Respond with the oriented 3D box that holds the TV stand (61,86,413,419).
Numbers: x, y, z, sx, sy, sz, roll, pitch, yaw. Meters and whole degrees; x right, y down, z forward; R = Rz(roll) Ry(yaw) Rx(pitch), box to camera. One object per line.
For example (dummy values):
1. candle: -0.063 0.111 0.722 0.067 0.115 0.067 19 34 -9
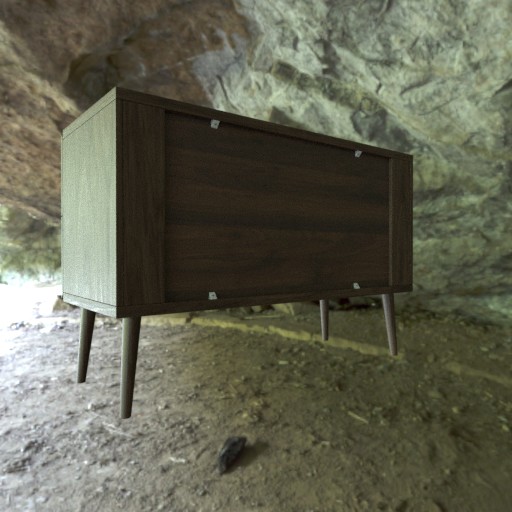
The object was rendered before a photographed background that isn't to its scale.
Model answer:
1. TV stand: 0.000 0.000 1.315 0.990 0.660 0.405 0 1 -37
